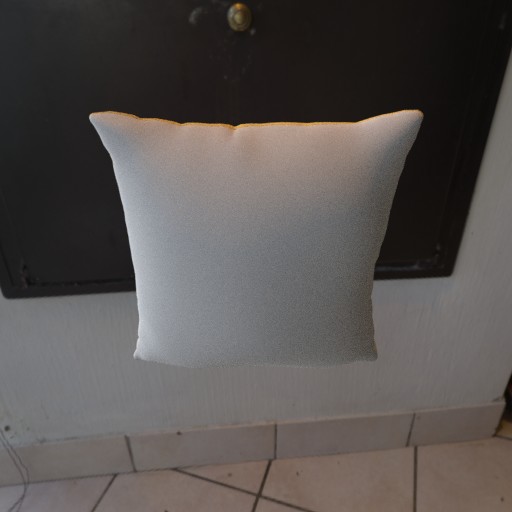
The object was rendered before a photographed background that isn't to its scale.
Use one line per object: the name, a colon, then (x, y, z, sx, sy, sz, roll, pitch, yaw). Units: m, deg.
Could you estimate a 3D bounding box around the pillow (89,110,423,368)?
pillow: (0.000, 0.000, 0.706, 0.450, 0.450, 0.211, 0, 31, 0)
